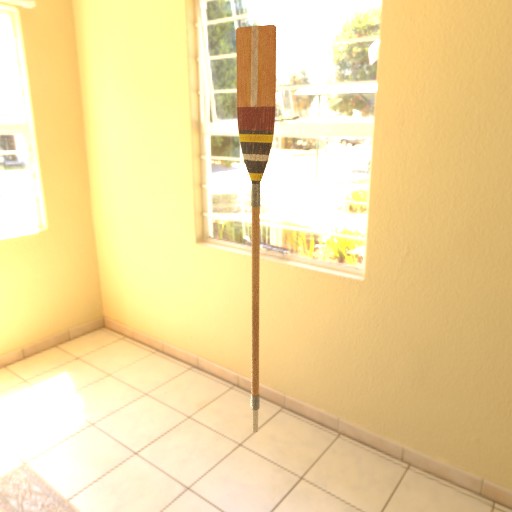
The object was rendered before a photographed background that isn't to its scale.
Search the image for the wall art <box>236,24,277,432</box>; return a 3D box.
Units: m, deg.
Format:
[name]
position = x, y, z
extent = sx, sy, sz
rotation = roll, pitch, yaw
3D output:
[wall art]
position = 0.000, 0.000, 1.659
extent = 0.146, 1.556, 0.038
rotation = 9, 19, 26
